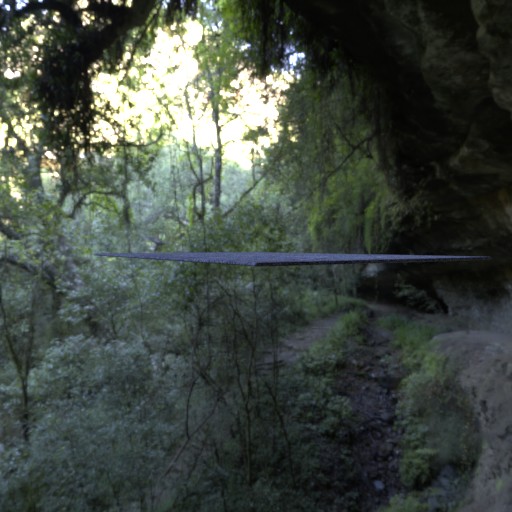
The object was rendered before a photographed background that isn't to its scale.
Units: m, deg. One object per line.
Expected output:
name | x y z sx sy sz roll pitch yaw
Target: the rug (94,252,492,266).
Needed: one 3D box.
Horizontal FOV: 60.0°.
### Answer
rug | 0.000 0.000 2.198 1.158 0.013 1.752 -1 1 -34
